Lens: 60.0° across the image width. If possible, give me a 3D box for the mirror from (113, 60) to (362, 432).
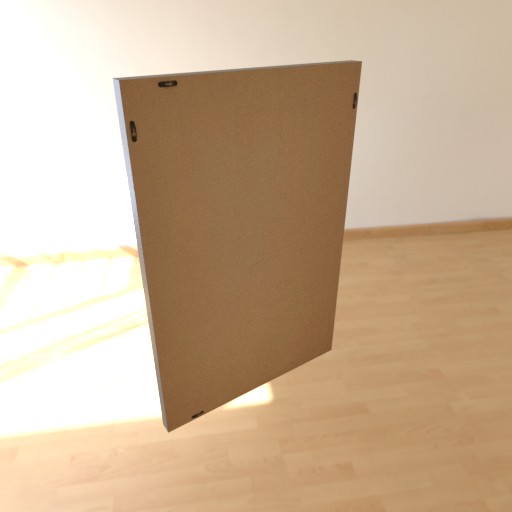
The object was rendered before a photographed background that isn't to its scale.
[{"bbox_3d":[0.000,0.000,1.168,0.609,0.915,0.040,-18,34,-30],"label":"mirror"}]
